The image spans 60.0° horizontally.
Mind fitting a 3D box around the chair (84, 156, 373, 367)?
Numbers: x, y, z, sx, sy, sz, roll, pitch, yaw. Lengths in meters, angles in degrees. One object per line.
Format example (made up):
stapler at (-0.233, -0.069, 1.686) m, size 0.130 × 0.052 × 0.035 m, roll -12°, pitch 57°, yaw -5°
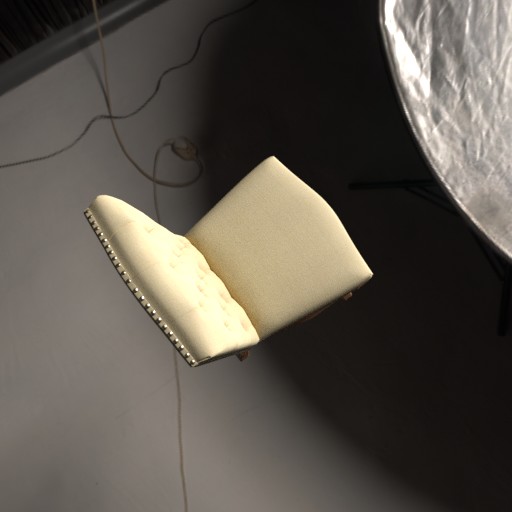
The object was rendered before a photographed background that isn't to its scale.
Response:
chair at (0.000, 0.000, 1.574) m, size 0.715 × 1.165 × 0.623 m, roll -36°, pitch 78°, yaw -9°
